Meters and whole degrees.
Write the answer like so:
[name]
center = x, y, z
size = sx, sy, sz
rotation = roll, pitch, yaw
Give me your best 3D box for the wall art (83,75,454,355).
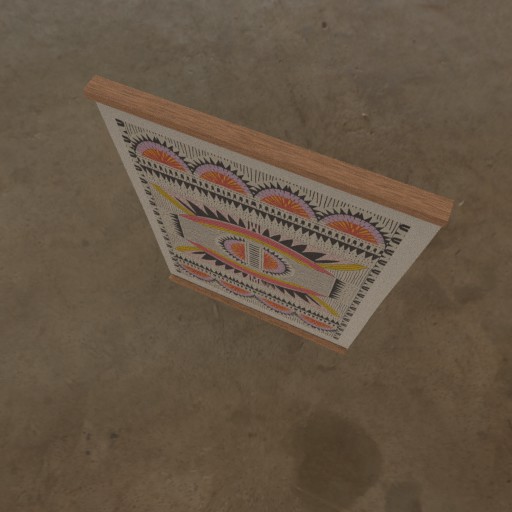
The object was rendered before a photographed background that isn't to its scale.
[wall art]
center = 0.000, 0.000, 0.784
size = 0.456, 0.609, 0.028
rotation = 22, 67, 10
